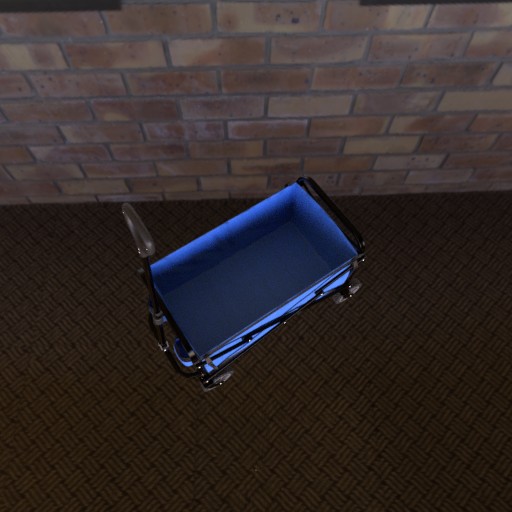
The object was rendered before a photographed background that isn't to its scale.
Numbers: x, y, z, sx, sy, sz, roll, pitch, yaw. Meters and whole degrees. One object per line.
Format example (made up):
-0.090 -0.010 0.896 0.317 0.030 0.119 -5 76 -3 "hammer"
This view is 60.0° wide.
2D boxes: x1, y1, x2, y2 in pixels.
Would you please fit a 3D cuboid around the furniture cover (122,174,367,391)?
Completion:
0.000 0.000 1.808 1.038 1.295 0.532 -31 68 -14 "furniture cover"
